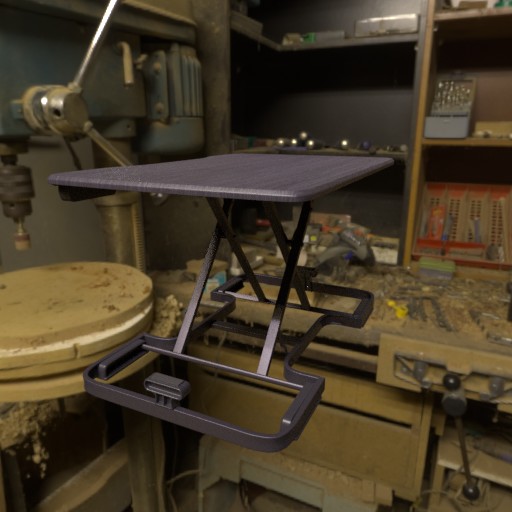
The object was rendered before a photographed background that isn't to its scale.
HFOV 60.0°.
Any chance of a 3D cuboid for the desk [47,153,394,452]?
[{"bbox_3d":[0.000,0.000,1.156,0.546,0.470,0.820,8,18,25],"label":"desk"}]
